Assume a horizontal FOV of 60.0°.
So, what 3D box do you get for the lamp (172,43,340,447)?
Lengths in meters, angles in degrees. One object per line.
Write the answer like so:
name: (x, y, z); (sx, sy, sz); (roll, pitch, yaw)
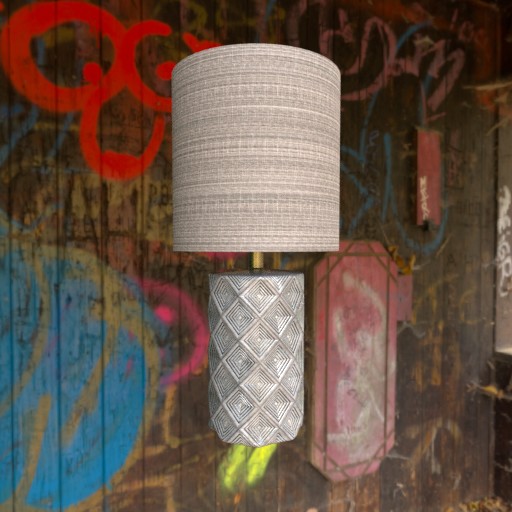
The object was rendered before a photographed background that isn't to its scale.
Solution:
lamp: (0.000, 0.000, 0.724); (0.269, 0.566, 0.268); (1, 2, 35)
